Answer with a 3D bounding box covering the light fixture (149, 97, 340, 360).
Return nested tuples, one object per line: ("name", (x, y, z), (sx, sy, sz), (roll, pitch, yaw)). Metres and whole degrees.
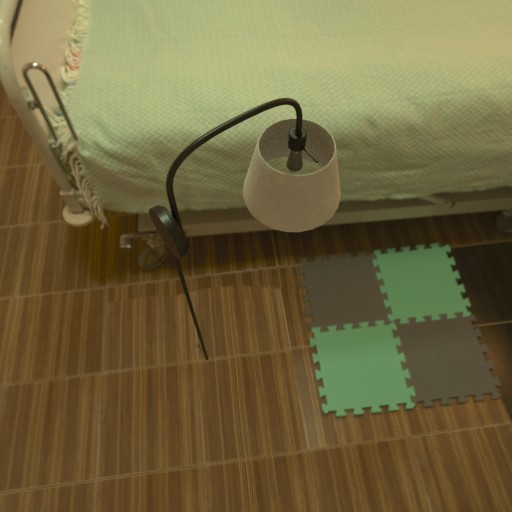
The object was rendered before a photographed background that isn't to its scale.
("light fixture", (0.000, 0.000, 0.475), (0.176, 0.399, 0.092), (-32, 65, -17))
